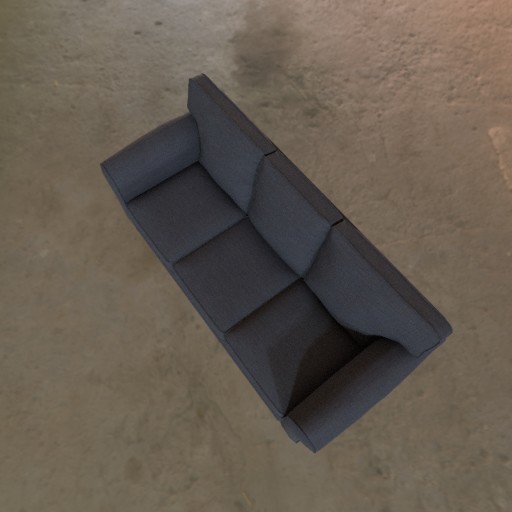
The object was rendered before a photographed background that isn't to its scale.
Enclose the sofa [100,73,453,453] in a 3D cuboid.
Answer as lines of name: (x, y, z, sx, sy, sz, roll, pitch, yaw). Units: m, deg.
sofa: (0.000, 0.000, 2.649, 0.909, 0.966, 2.084, -34, 69, -15)
